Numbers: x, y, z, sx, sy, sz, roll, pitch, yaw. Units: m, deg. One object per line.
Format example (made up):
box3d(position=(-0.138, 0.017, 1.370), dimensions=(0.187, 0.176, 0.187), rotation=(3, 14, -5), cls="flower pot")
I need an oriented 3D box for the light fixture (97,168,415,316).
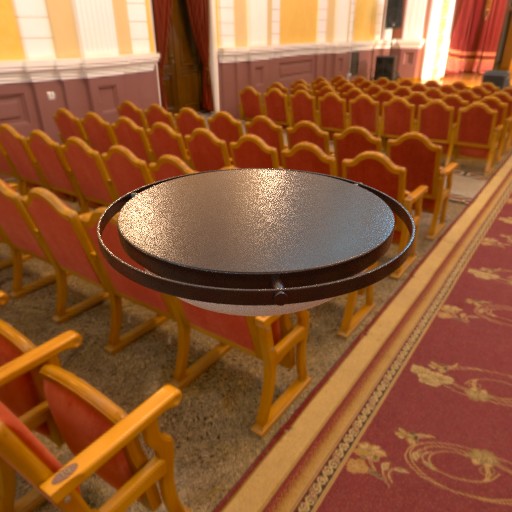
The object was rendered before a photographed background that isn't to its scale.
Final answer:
box3d(position=(0.000, 0.000, 0.554), dimensions=(0.361, 0.130, 0.361), rotation=(0, 27, 0), cls="light fixture")
